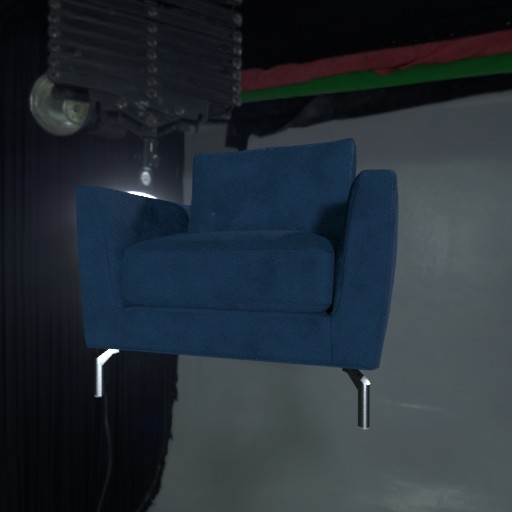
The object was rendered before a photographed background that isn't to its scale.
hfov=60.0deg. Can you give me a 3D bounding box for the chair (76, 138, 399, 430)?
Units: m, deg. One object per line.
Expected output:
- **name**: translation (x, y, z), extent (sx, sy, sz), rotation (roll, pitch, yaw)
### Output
- **chair**: translation (0.000, 0.000, 1.598), extent (0.977, 0.893, 0.746), rotation (0, 0, 18)
